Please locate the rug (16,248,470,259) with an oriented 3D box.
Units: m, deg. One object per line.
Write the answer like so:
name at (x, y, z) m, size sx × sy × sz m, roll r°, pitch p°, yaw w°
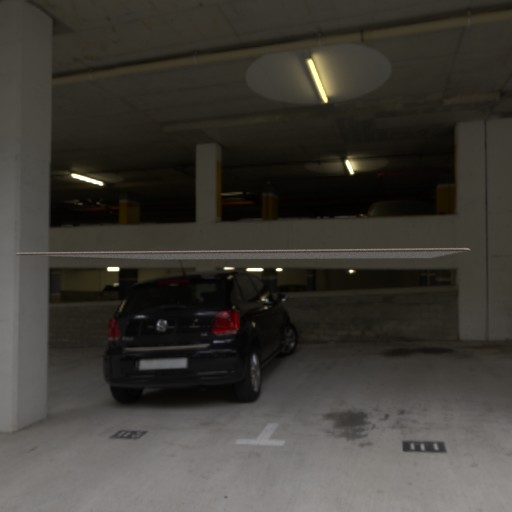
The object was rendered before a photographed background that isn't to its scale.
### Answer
rug at (0.000, 0.000, 2.669) m, size 2.115 × 0.013 × 1.517 m, roll 0°, pitch -1°, yaw 17°
